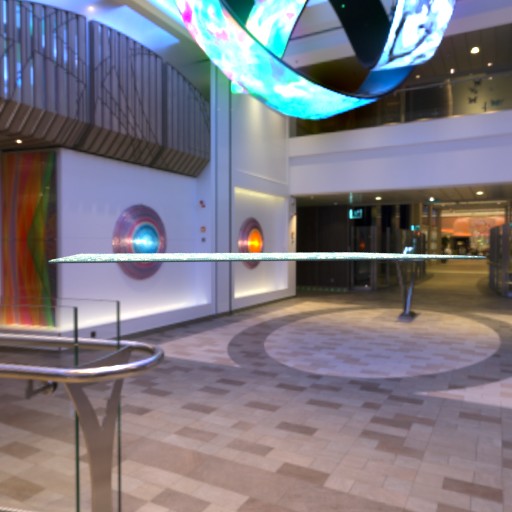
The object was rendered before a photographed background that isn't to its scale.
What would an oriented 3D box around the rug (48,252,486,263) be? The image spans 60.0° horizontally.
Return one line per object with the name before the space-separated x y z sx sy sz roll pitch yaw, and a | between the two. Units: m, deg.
rug | 0.000 0.000 2.330 1.833 0.012 1.211 0 1 -17
